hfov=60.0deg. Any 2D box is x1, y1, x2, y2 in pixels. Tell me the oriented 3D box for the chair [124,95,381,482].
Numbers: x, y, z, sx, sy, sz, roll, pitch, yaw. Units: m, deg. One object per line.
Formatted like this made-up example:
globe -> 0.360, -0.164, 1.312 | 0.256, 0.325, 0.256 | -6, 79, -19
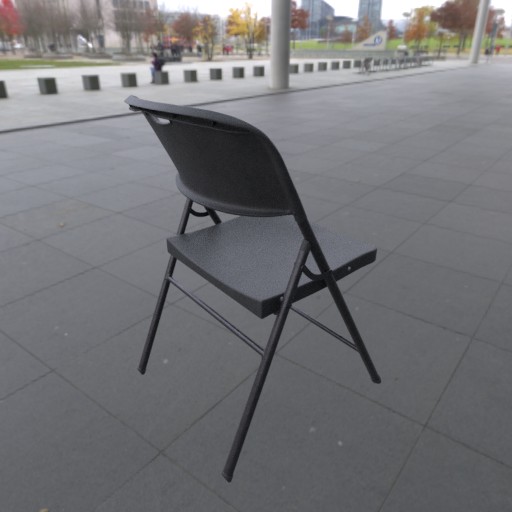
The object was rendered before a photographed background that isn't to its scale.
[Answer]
chair -> 0.000, 0.000, 1.158 | 0.567, 0.810, 0.494 | -18, 31, -33
